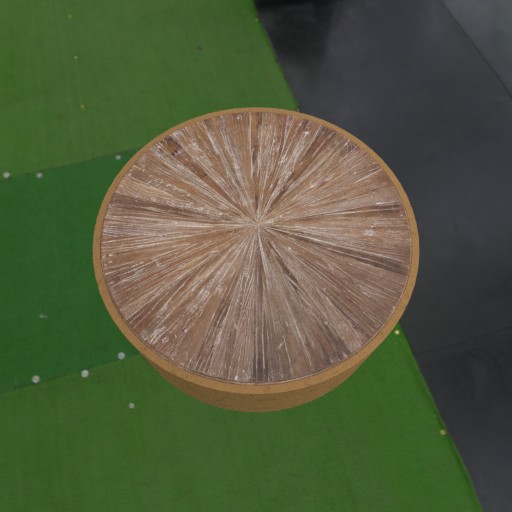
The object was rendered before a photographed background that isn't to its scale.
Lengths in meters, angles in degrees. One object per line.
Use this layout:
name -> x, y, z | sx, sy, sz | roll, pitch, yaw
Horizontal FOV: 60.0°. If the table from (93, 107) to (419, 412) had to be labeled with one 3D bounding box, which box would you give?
table -> 0.000, 0.000, 1.553 | 1.001, 0.409, 1.001 | 0, 63, 0
